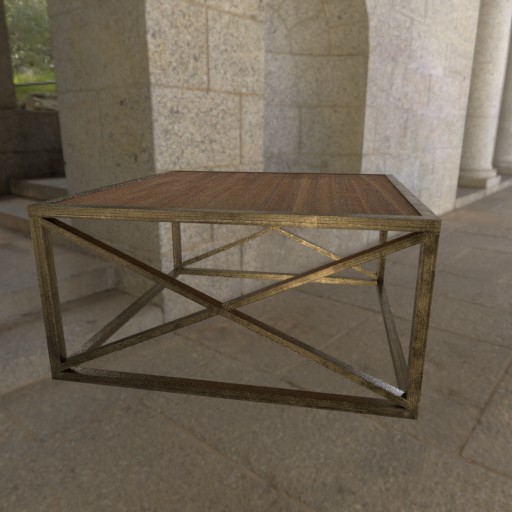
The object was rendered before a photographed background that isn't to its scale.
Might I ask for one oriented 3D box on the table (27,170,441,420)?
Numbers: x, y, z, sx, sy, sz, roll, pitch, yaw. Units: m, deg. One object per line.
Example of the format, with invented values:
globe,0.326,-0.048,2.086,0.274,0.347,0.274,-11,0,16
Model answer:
table,0.000,0.000,1.427,0.899,0.451,0.909,3,16,10
